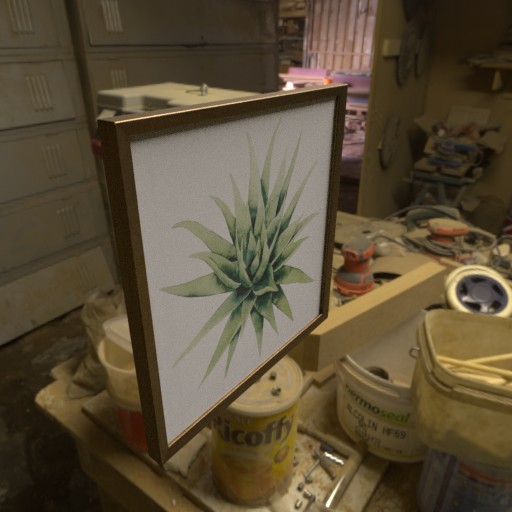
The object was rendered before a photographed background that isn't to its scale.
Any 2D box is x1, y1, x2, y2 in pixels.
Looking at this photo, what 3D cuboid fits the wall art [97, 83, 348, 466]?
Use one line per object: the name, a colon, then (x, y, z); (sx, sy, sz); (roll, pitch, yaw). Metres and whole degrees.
wall art: (0.000, 0.000, 0.744); (0.030, 0.506, 0.503); (19, 32, 33)
